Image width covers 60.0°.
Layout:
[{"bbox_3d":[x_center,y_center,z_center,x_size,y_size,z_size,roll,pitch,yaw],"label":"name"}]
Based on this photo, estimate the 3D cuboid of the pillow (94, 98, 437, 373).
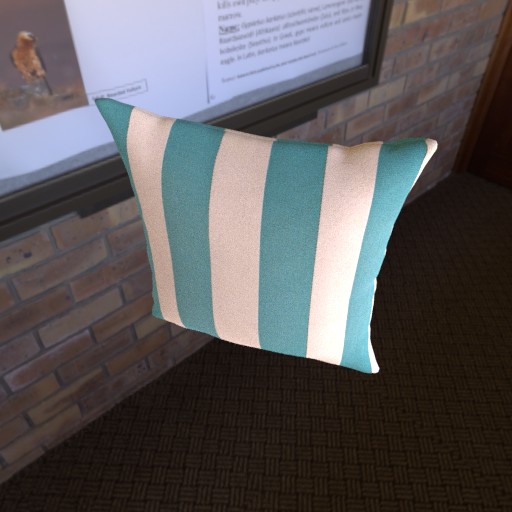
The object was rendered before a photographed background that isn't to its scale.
[{"bbox_3d":[0.000,0.000,0.813,0.536,0.526,0.189,11,43,12],"label":"pillow"}]
